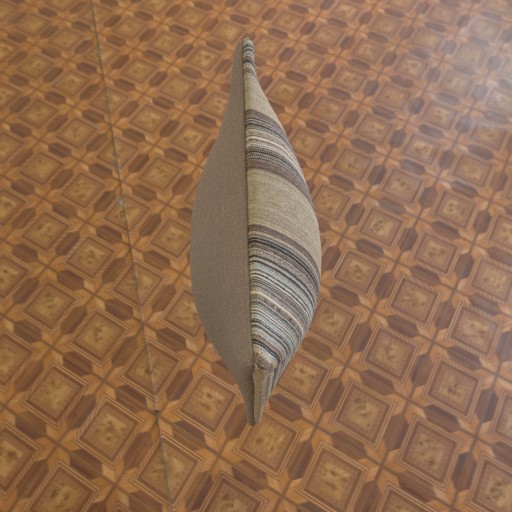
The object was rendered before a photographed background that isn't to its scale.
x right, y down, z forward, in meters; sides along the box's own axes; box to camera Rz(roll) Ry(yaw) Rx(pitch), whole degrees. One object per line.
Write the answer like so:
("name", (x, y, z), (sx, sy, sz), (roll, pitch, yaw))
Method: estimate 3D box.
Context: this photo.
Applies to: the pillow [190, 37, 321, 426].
("pillow", (0.000, 0.000, 0.661), (0.189, 0.416, 0.435), (-2, 63, -1))
